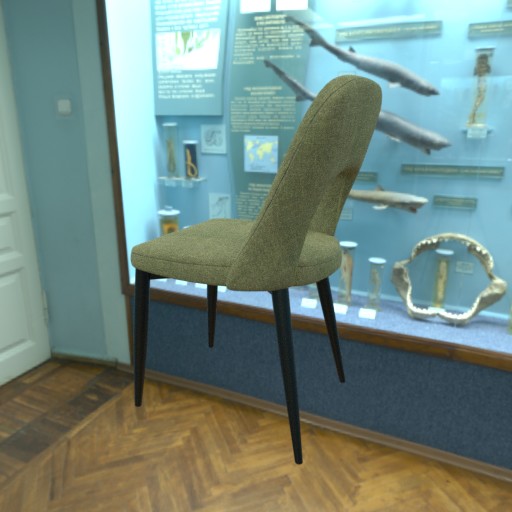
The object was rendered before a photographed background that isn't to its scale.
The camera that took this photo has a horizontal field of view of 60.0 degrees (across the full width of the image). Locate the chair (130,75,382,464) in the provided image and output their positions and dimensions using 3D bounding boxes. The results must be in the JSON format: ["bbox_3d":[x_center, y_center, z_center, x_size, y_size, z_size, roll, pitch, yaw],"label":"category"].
[{"bbox_3d":[0.000,0.000,1.271,0.612,0.931,0.470,8,18,25],"label":"chair"}]
